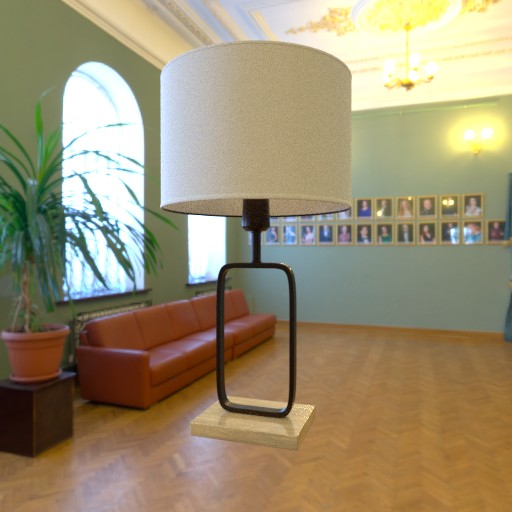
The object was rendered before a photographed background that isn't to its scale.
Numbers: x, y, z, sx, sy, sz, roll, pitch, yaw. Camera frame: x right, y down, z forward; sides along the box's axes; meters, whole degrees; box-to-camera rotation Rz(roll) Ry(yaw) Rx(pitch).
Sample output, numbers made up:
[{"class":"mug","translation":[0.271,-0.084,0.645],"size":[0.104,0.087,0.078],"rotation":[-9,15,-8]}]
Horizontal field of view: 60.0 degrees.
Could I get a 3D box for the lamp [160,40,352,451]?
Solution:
[{"class":"lamp","translation":[0.000,0.000,0.661],"size":[0.279,0.508,0.279],"rotation":[0,0,18]}]
